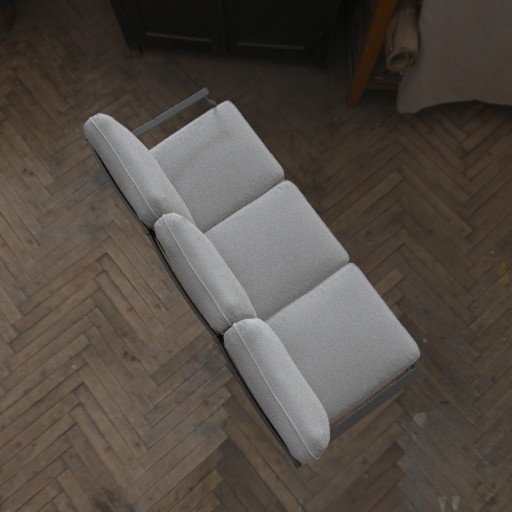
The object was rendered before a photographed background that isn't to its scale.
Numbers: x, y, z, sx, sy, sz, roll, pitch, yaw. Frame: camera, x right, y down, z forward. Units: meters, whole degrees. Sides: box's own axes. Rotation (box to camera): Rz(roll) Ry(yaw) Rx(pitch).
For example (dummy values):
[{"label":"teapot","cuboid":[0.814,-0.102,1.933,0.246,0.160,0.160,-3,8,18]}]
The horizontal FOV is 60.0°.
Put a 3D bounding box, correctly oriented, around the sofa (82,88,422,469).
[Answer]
[{"label":"sofa","cuboid":[0.000,0.000,2.182,0.787,0.860,1.740,-33,77,-9]}]
